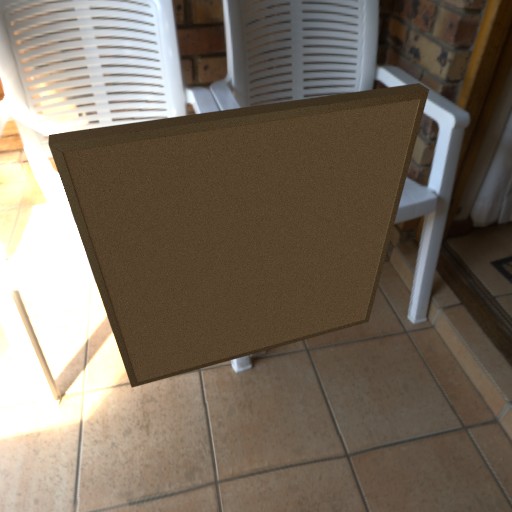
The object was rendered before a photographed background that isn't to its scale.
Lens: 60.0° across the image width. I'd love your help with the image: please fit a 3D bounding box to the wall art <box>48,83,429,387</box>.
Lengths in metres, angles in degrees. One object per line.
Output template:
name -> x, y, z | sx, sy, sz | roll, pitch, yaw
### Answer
wall art -> 0.000, 0.000, 1.116 | 0.762, 0.762, 0.038 | -13, 43, -14
